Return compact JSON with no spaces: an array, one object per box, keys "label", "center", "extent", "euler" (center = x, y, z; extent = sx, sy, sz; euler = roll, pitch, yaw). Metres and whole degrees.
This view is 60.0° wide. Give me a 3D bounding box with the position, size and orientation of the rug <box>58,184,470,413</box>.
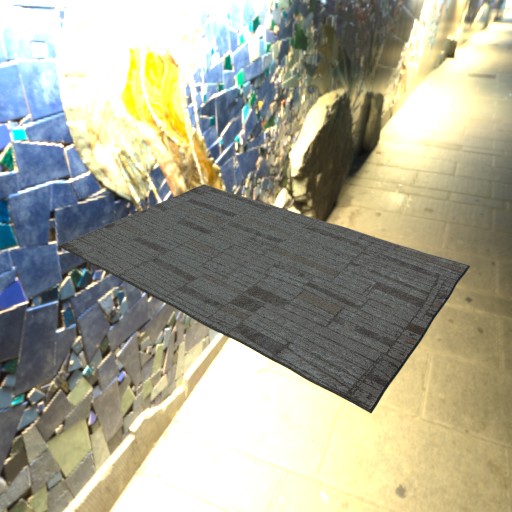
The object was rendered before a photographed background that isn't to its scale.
[{"label":"rug","center":[0.000,0.000,3.081],"extent":[2.444,0.023,1.531],"euler":[21,37,32]}]
